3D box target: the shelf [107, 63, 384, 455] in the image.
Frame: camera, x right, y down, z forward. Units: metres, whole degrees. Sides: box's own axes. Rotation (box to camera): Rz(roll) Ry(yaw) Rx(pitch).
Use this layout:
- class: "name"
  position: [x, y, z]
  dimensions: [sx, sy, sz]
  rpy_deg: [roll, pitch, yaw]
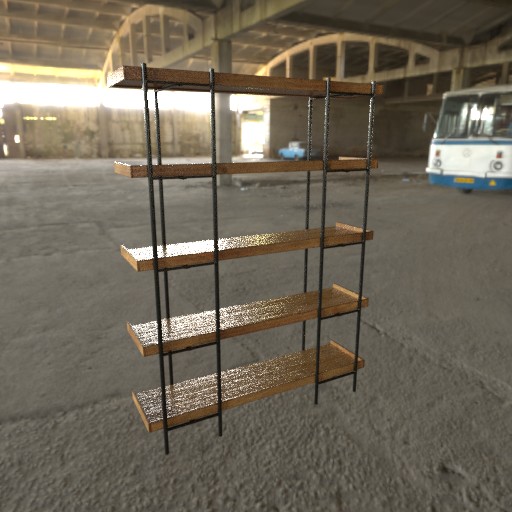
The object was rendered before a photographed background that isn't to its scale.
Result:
- class: "shelf"
  position: [0.000, 0.000, 2.433]
  dimensions: [1.371, 1.826, 0.379]
  rpy_deg: [-8, 17, -27]
